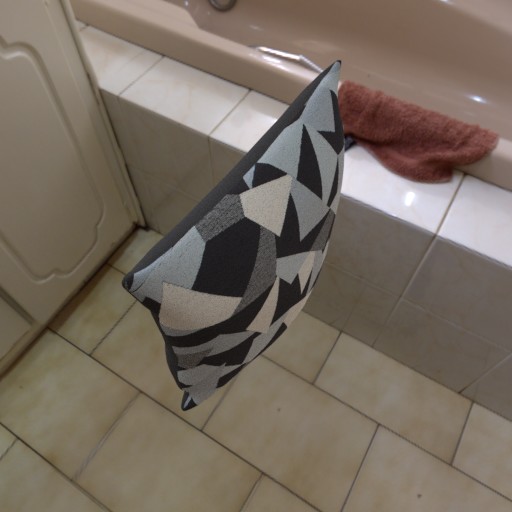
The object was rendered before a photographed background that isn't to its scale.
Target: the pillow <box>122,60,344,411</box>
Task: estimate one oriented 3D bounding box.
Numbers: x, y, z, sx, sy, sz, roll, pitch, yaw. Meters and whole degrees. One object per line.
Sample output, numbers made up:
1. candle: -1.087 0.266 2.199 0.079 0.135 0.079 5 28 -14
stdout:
1. pillow: 0.000 0.000 0.779 0.208 0.496 0.503 29 62 18
